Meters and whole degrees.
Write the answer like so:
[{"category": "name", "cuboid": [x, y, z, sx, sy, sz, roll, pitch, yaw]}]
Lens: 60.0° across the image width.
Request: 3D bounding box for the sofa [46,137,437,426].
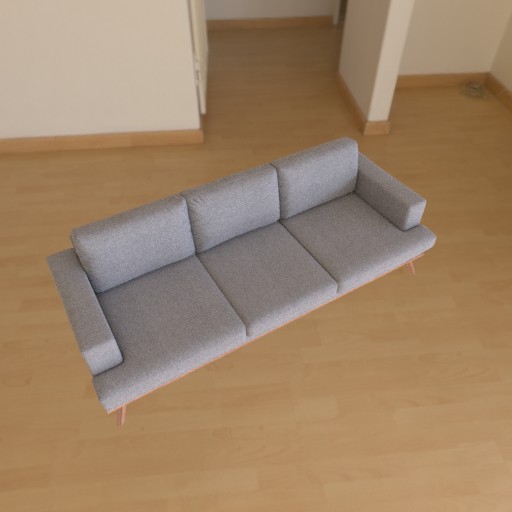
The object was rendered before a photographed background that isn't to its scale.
[{"category": "sofa", "cuboid": [0.000, 0.000, 2.818, 2.310, 0.810, 0.920, -23, 50, -21]}]
